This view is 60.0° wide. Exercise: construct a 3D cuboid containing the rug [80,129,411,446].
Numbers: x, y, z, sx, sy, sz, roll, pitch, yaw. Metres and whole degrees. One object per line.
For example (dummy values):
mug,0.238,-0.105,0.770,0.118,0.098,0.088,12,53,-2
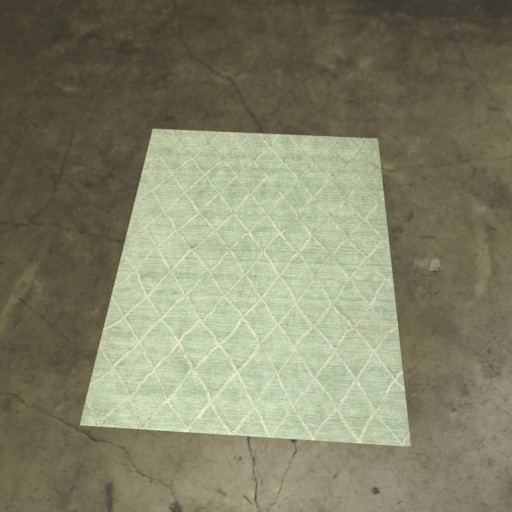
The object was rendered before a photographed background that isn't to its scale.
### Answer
rug,0.000,0.000,3.994,2.420,0.019,3.039,3,60,2
